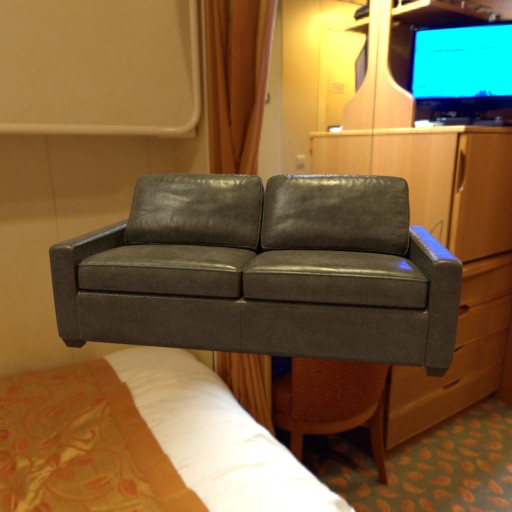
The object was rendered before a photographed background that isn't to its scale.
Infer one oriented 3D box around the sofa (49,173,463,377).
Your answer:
[{"bbox_3d":[0.000,0.000,2.618,2.081,0.916,0.939,2,14,9],"label":"sofa"}]
